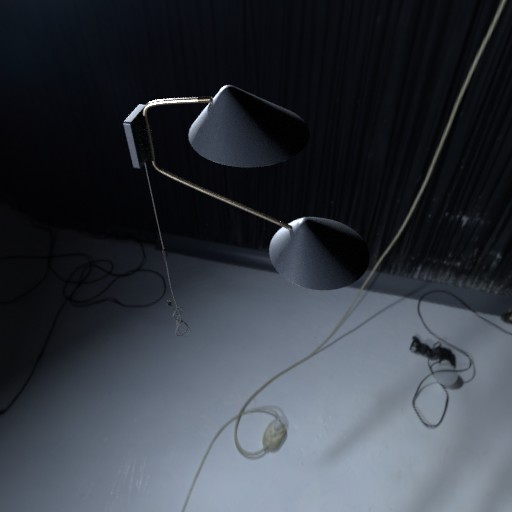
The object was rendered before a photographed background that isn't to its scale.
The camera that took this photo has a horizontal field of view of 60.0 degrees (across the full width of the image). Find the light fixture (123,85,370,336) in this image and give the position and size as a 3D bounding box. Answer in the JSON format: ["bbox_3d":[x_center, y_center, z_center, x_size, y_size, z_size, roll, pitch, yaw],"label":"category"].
[{"bbox_3d":[0.000,0.000,0.862,0.422,0.665,0.189,9,46,9],"label":"light fixture"}]
